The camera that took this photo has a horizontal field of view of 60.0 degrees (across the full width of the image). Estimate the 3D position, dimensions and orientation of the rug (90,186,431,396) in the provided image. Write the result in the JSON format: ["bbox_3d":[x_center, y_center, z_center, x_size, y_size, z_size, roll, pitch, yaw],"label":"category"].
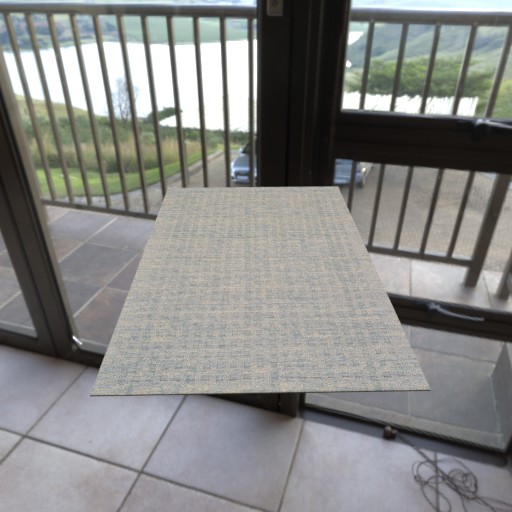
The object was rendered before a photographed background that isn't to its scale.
[{"bbox_3d":[0.000,0.000,2.230,1.142,0.006,1.752,-1,32,-1],"label":"rug"}]
